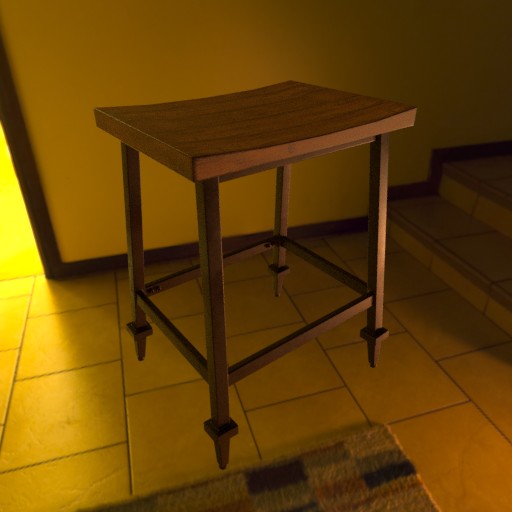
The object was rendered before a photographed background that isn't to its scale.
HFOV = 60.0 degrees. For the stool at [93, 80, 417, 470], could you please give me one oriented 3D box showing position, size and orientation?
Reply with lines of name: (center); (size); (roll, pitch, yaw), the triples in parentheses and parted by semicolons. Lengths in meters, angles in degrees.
stool: (0.000, 0.000, 0.957); (0.486, 0.625, 0.405); (-21, 37, -31)
